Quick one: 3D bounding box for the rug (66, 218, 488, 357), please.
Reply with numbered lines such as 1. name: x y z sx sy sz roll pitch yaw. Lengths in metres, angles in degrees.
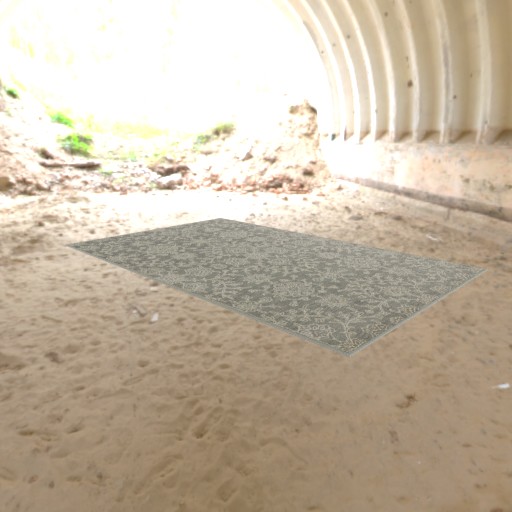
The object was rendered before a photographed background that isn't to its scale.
1. rug: 0.000 0.000 2.966 2.430 0.010 1.515 14 21 42
